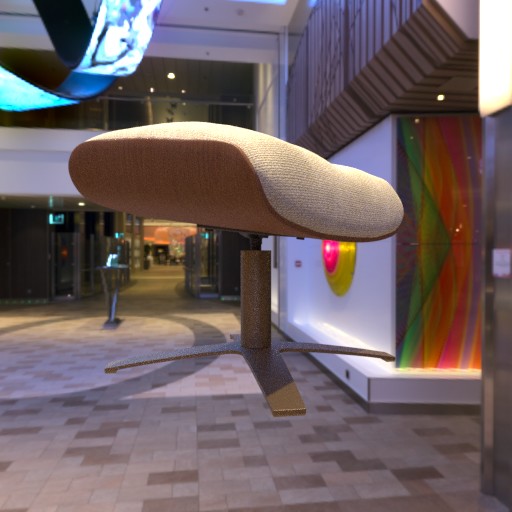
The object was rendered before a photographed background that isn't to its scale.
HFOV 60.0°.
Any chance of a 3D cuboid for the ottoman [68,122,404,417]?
[{"bbox_3d":[0.000,0.000,0.797,0.394,0.391,0.520,0,0,36],"label":"ottoman"}]
